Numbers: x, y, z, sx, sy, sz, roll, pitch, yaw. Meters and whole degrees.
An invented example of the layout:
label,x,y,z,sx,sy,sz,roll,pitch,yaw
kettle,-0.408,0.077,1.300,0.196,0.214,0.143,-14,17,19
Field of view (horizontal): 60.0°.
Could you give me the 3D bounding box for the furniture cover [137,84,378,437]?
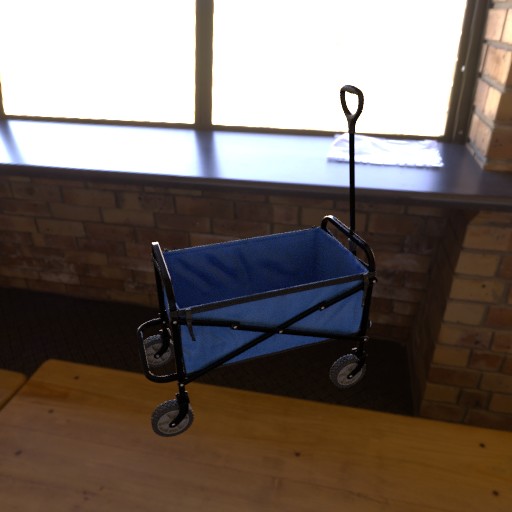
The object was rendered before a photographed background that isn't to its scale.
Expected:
label,x,y,z,sx,sy,sz,roll,pitch,yaw
furniture cover,0.000,0.000,1.830,1.038,1.295,0.532,-10,31,-17
